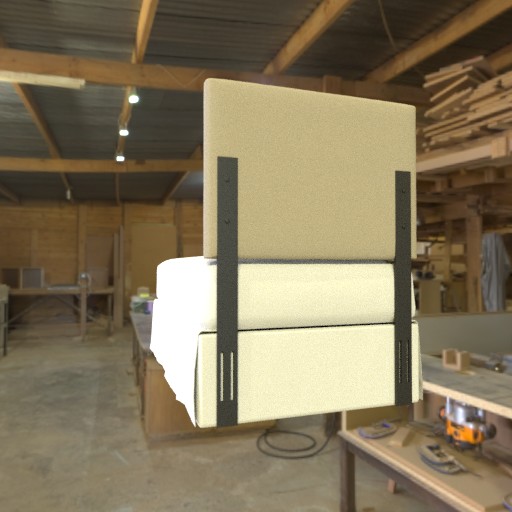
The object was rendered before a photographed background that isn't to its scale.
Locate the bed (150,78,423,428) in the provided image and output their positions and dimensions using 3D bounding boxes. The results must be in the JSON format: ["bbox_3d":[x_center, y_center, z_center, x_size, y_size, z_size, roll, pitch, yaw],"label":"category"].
[{"bbox_3d":[0.000,0.000,3.075,1.261,1.571,1.997,0,-1,-19],"label":"bed"}]
